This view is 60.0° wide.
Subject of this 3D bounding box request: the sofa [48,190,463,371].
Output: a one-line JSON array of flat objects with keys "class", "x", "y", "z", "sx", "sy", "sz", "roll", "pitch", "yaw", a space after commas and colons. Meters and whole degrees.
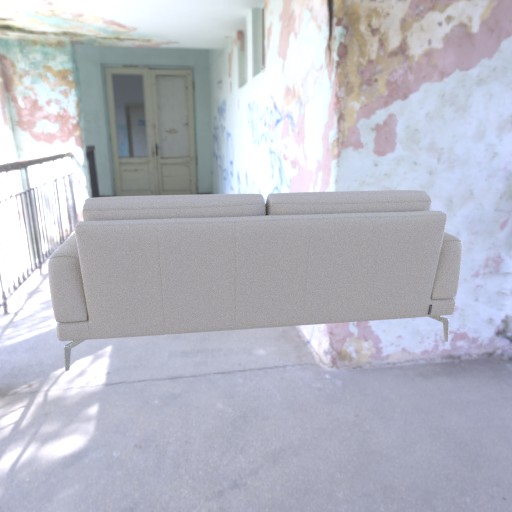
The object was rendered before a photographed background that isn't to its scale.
[{"class": "sofa", "x": 0.000, "y": 0.000, "z": 2.435, "sx": 1.940, "sy": 0.765, "sz": 0.974, "roll": -2, "pitch": 16, "yaw": -9}]
